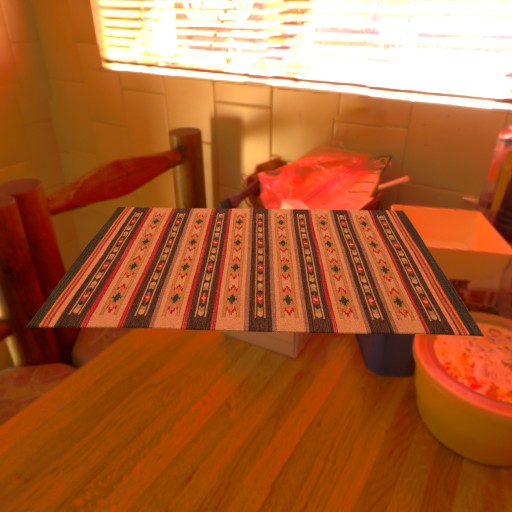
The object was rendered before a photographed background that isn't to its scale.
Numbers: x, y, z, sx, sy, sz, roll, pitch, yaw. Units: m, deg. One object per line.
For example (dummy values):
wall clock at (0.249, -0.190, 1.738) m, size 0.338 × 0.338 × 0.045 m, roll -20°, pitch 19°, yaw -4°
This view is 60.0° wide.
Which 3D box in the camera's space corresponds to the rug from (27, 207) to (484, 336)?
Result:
rug at (0.000, 0.000, 2.287) m, size 1.825 × 0.009 × 1.221 m, roll 1°, pitch 29°, yaw 2°
